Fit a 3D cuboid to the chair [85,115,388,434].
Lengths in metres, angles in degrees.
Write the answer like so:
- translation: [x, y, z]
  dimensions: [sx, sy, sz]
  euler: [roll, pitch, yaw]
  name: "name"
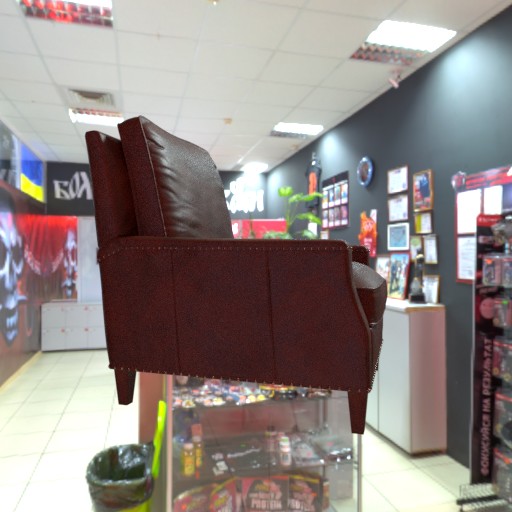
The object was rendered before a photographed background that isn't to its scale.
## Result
- translation: [0.000, 0.000, 1.832]
  dimensions: [1.035, 1.054, 0.854]
  euler: [0, 0, 18]
  name: "chair"
